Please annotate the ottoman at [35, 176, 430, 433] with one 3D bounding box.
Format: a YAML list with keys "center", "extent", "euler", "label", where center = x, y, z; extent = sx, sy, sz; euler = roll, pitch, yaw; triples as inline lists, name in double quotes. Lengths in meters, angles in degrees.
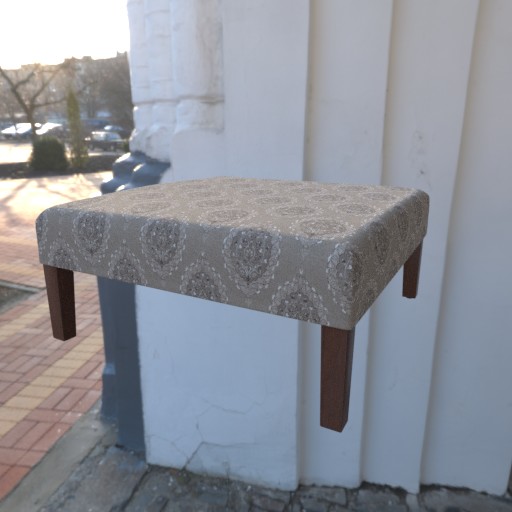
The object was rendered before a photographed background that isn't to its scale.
- center: [0.000, 0.000, 1.399]
  extent: [0.889, 0.411, 0.890]
  euler: [9, 18, 28]
  label: "ottoman"
